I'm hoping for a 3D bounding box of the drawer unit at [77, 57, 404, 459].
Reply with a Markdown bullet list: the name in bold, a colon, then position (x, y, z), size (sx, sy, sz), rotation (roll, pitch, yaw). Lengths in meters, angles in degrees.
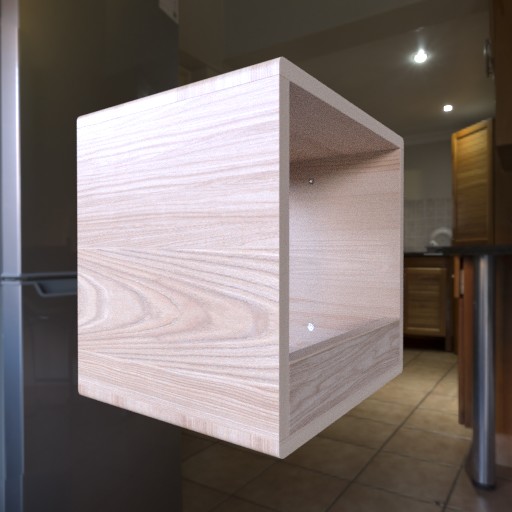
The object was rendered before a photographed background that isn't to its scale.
- **drawer unit**: position (0.000, 0.000, 0.598), size (0.290, 0.344, 0.344), rotation (0, 1, 35)
